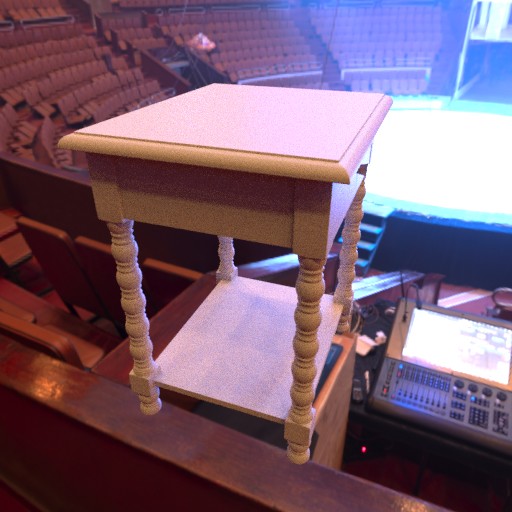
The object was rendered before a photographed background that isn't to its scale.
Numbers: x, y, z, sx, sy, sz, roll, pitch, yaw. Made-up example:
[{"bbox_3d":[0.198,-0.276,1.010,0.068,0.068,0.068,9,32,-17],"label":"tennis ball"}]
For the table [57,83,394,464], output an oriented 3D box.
[{"bbox_3d":[0.000,0.000,0.828,0.381,0.531,0.460,11,31,18],"label":"table"}]
